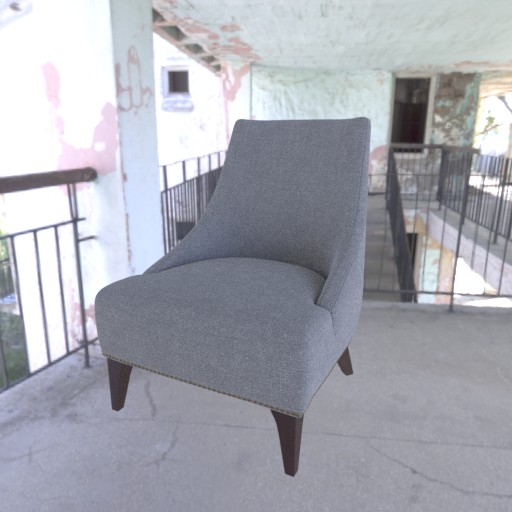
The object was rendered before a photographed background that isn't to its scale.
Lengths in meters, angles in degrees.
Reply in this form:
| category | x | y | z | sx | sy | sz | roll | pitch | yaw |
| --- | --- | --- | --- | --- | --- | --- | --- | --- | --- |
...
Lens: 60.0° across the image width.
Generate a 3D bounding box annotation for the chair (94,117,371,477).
| category | x | y | z | sx | sy | sz | roll | pitch | yaw |
| --- | --- | --- | --- | --- | --- | --- | --- | --- | --- |
| chair | 0.000 | 0.000 | 1.496 | 0.701 | 0.909 | 0.861 | 8 | 17 | 26 |
